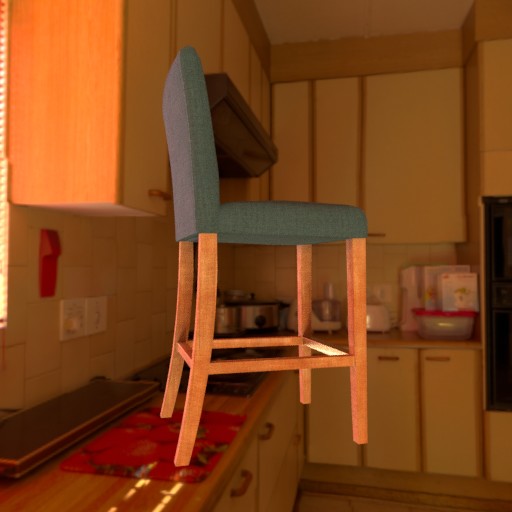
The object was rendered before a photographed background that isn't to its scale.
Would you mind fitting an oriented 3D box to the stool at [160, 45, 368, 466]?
[{"bbox_3d":[0.000,0.000,1.417,0.574,1.088,0.454,0,-1,-17],"label":"stool"}]
